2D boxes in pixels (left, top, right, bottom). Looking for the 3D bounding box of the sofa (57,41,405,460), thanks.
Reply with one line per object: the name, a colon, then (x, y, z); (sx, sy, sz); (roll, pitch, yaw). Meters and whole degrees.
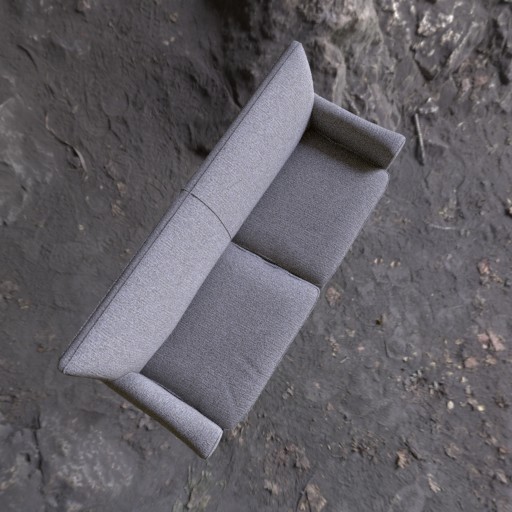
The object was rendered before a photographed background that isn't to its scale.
sofa: (0.000, 0.000, 2.515); (0.854, 0.942, 2.026); (32, 79, 7)
